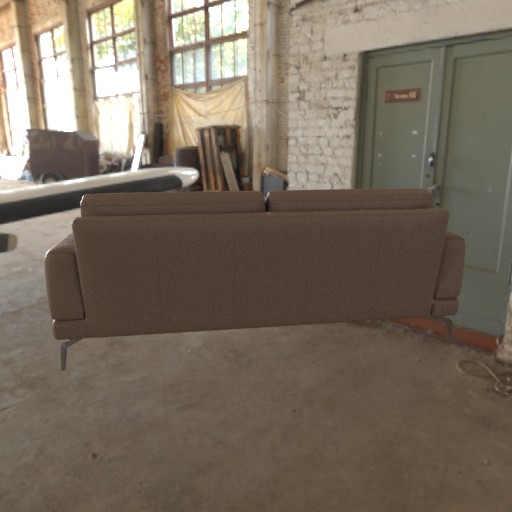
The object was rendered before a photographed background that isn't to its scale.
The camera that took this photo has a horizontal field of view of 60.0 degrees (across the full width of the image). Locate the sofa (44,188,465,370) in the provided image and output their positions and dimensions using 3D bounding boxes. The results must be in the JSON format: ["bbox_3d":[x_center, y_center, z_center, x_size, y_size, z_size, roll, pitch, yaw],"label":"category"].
[{"bbox_3d":[0.000,0.000,2.406,1.940,0.765,0.974,-2,15,-8],"label":"sofa"}]
